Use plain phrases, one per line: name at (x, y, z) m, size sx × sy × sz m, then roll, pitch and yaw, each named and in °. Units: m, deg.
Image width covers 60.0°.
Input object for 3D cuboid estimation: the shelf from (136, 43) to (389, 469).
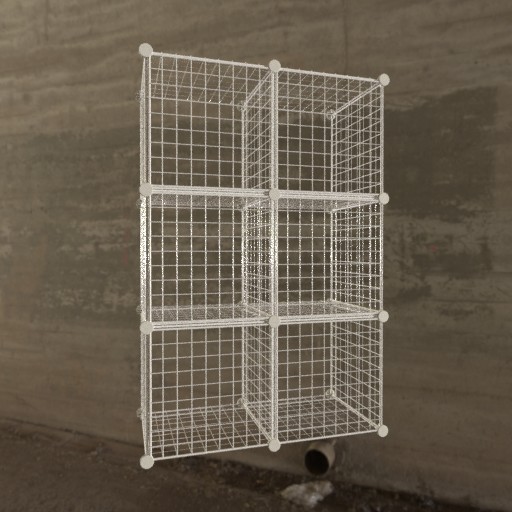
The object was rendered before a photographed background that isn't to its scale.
shelf at (0.000, 0.000, 1.377) m, size 0.711 × 1.067 × 0.356 m, roll 0°, pitch 1°, yaw -16°
